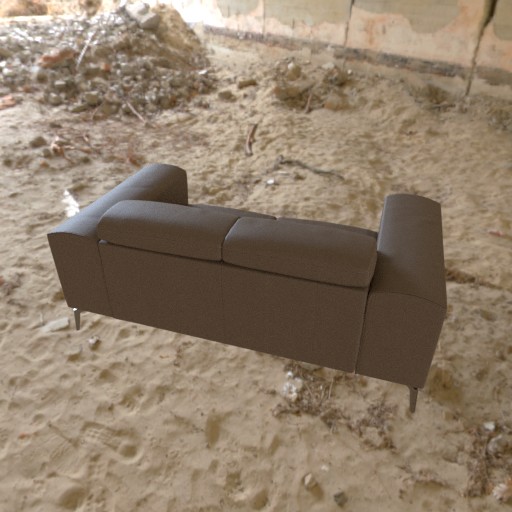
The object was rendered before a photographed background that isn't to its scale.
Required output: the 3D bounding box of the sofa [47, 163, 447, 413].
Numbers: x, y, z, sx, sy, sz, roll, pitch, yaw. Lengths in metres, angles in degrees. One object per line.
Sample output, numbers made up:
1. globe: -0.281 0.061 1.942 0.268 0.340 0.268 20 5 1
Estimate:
1. sofa: 0.000 0.000 2.460 1.895 0.779 1.003 10 34 15
